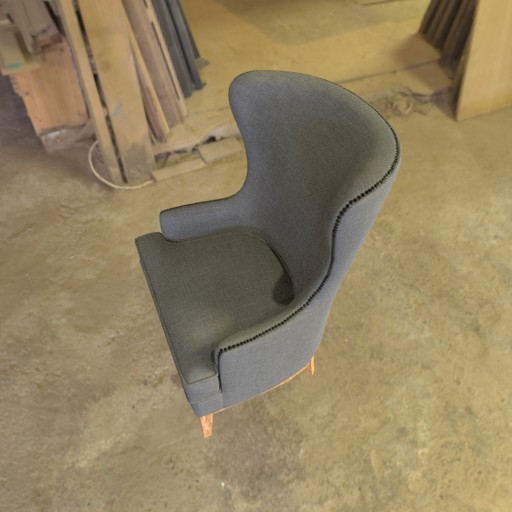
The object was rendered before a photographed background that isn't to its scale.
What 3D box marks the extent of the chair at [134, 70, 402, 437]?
[{"bbox_3d":[0.000,0.000,1.838,0.883,1.176,0.864,-17,49,-16],"label":"chair"}]
